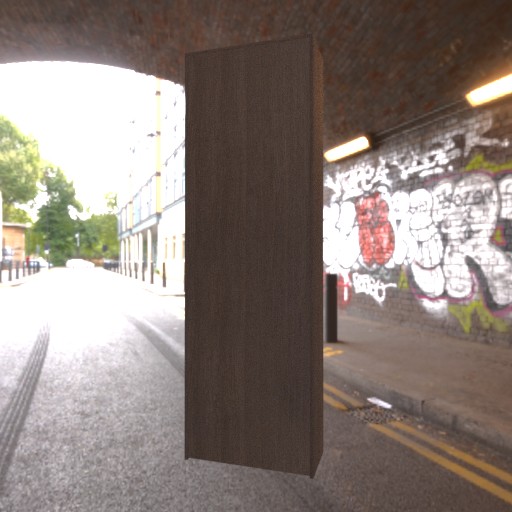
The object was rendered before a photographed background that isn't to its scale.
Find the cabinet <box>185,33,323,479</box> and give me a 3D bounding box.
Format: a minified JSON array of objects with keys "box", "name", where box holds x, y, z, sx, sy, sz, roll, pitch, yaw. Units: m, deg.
[{"box":[0.000,0.000,1.821,0.520,1.630,0.255,0,0,18],"name":"cabinet"}]
